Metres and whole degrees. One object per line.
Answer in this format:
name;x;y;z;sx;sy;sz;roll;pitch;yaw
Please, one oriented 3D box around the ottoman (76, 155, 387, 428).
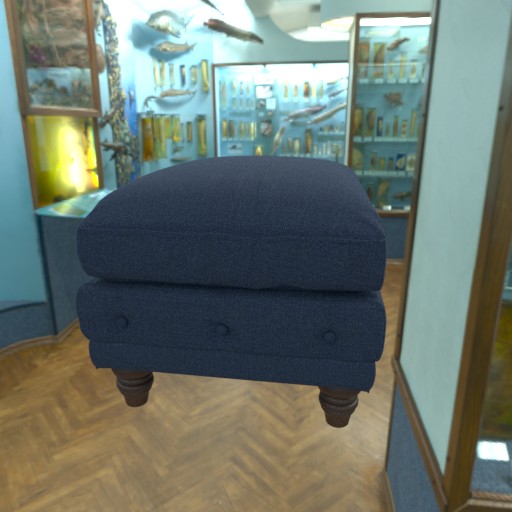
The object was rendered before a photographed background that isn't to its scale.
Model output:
ottoman;0.000;0.000;1.130;0.558;0.486;0.767;3;17;9
